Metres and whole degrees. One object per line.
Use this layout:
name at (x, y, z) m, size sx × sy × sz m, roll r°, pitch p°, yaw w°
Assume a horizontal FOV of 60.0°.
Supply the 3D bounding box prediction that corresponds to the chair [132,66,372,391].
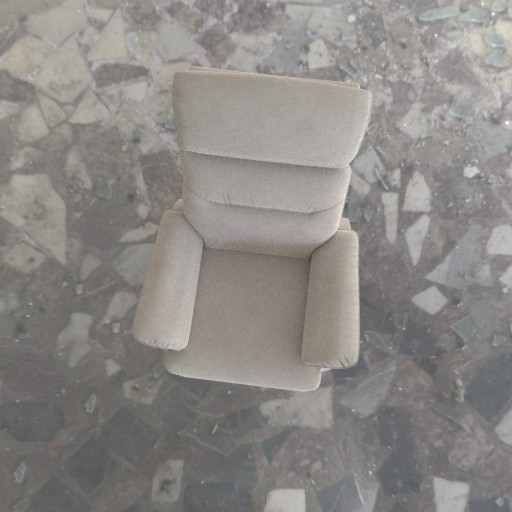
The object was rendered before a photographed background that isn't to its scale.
chair at (0.000, 0.000, 1.742) m, size 0.820 × 1.039 × 1.001 m, roll 7°, pitch 76°, yaw 2°
